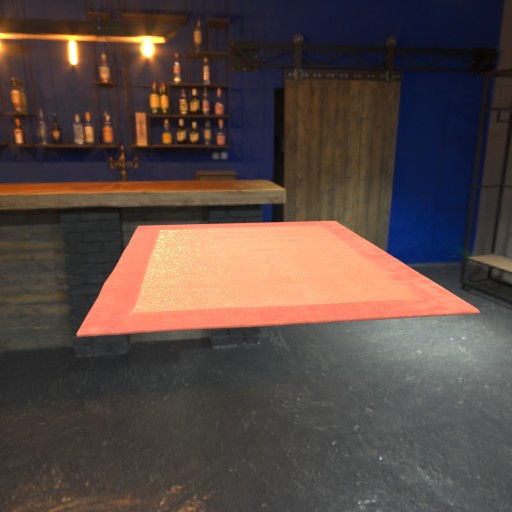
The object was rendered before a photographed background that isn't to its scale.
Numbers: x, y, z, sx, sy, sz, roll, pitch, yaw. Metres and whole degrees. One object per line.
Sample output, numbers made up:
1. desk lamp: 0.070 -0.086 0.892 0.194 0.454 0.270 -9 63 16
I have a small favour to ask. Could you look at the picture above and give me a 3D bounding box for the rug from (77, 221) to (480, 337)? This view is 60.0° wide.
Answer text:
1. rug: 0.000 0.000 4.012 2.430 0.018 2.976 -2 16 -8
